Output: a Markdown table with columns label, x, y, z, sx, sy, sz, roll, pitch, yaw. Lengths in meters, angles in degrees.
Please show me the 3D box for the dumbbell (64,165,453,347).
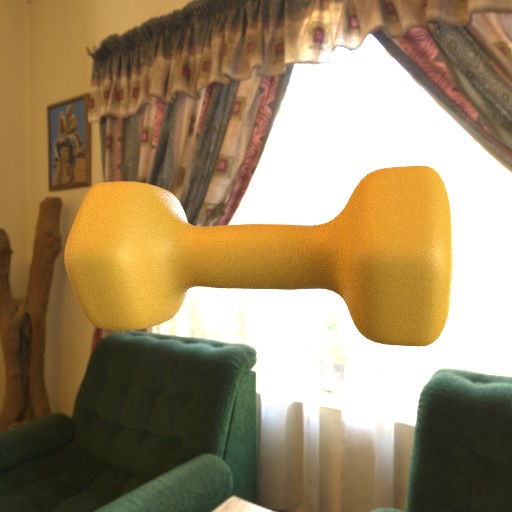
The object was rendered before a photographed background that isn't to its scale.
| label | x | y | z | sx | sy | sz | roll | pitch | yaw |
| --- | --- | --- | --- | --- | --- | --- | --- | --- | --- |
| dumbbell | 0.000 | 0.000 | 0.235 | 0.190 | 0.082 | 0.090 | 0 | 0 | 17 |
